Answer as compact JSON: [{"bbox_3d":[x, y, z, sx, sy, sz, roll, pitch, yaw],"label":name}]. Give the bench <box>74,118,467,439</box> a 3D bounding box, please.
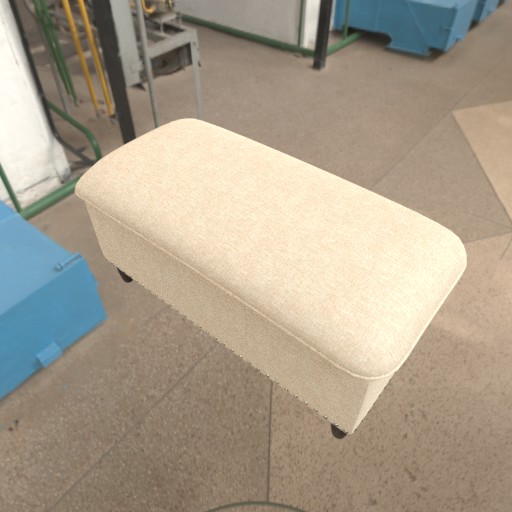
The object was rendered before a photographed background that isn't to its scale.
[{"bbox_3d":[0.000,0.000,1.263,0.991,0.483,0.483,30,52,26],"label":"bench"}]
